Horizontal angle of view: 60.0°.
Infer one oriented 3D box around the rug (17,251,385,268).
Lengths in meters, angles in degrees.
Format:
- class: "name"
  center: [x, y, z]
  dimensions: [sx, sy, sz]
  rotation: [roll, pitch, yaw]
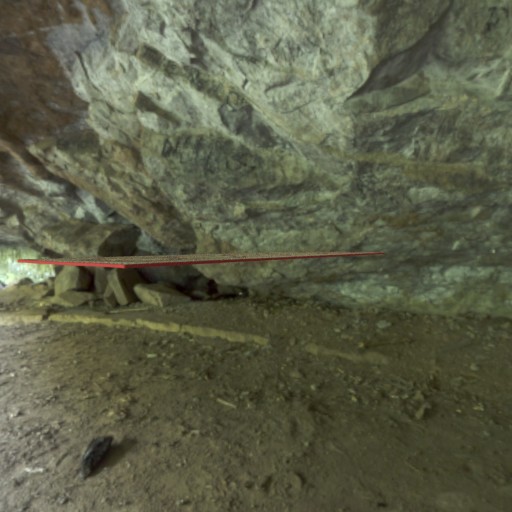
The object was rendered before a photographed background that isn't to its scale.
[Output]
- class: "rug"
  center: [0.000, 0.000, 2.472]
  dimensions: [0.659, 0.015, 2.292]
  rotation: [1, 2, 36]
